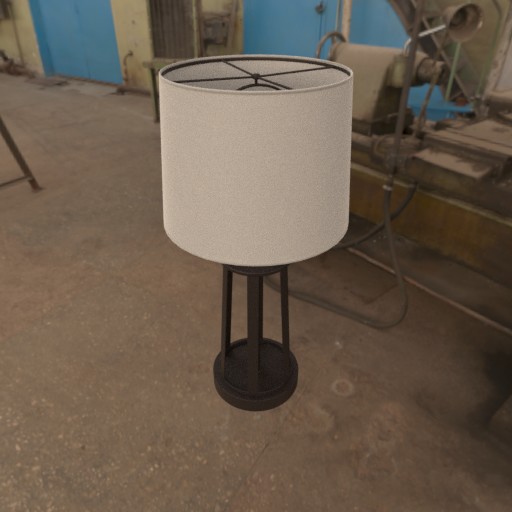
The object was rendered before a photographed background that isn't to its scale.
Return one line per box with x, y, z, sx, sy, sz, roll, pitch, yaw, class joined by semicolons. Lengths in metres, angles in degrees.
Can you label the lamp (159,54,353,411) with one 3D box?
0.000;0.000;0.647;0.251;0.509;0.251;0;33;0;lamp
